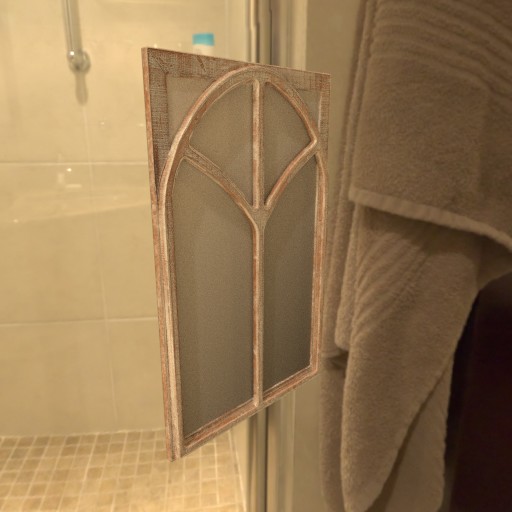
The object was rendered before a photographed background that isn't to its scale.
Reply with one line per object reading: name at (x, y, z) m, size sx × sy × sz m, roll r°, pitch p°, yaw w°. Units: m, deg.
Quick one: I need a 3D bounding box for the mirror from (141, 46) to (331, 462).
mirror at (0.000, 0.000, 0.976) m, size 0.495 × 0.787 × 0.058 m, roll -15°, pitch 21°, yaw -43°
